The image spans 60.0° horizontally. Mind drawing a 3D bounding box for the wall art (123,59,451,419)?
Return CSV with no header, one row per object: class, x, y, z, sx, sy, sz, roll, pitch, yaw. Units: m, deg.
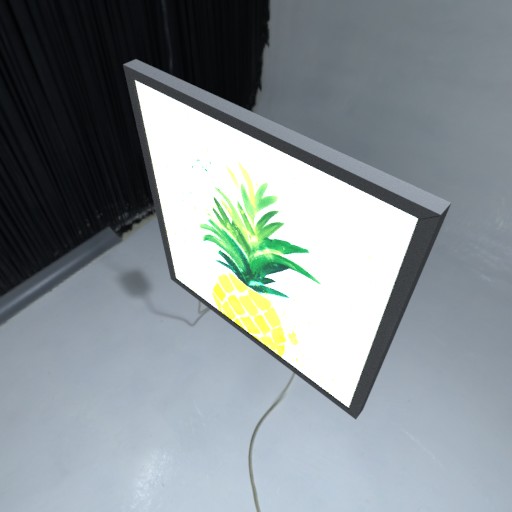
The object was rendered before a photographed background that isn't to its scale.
wall art,0.000,0.000,1.119,0.762,0.760,0.037,33,55,26
